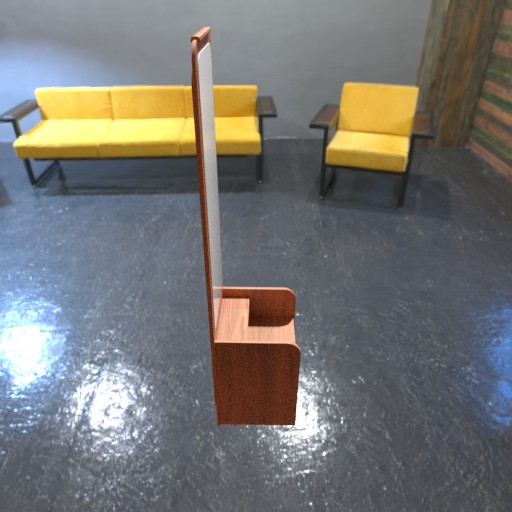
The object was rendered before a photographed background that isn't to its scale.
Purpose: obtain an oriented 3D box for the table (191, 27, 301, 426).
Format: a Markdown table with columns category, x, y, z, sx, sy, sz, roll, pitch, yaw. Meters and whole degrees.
| category | x | y | z | sx | sy | sz | roll | pitch | yaw |
| --- | --- | --- | --- | --- | --- | --- | --- | --- | --- |
| table | 0.000 | 0.000 | 2.017 | 0.420 | 1.830 | 0.450 | 1 | 32 | 1 |
